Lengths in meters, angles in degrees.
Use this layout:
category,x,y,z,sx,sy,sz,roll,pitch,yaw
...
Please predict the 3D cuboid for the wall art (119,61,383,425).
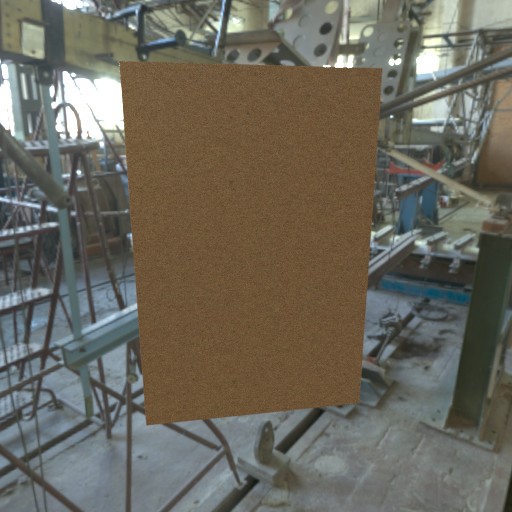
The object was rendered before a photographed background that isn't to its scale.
category,x,y,z,sx,sy,sz,roll,pitch,yaw
wall art,0.000,0.000,1.149,0.610,0.914,0.037,-3,15,-10
